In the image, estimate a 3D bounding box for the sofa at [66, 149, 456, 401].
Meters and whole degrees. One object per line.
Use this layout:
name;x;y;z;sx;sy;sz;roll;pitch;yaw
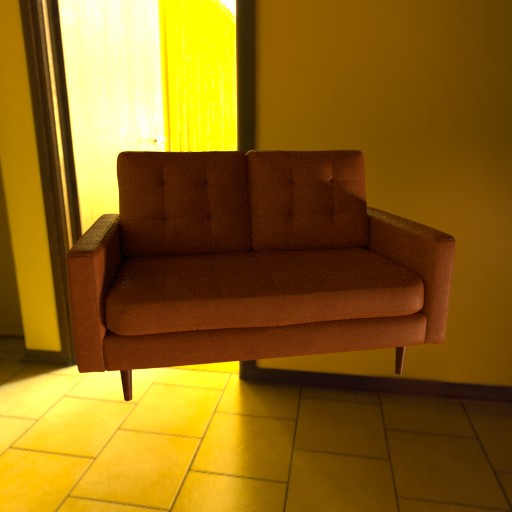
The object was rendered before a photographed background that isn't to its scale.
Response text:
sofa;0.000;0.000;1.961;1.430;0.898;0.868;-3;15;-10
